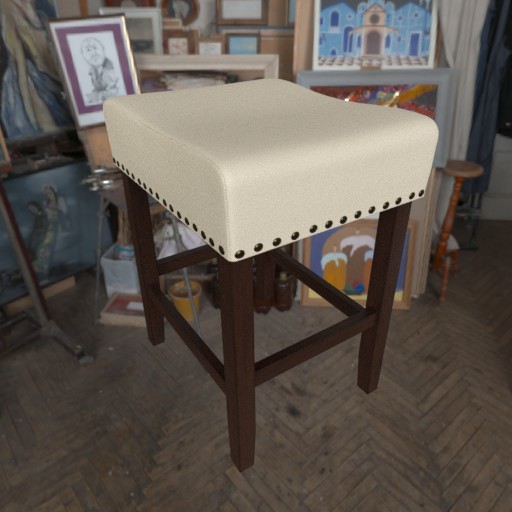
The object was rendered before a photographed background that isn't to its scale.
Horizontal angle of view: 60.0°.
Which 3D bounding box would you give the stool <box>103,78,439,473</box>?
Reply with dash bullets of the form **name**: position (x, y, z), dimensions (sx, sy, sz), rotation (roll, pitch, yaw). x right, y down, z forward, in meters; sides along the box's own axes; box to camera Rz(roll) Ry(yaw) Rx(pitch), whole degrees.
- **stool**: position (0.000, 0.000, 0.918), dimensions (0.401, 0.609, 0.471), rotation (-19, 36, -28)
